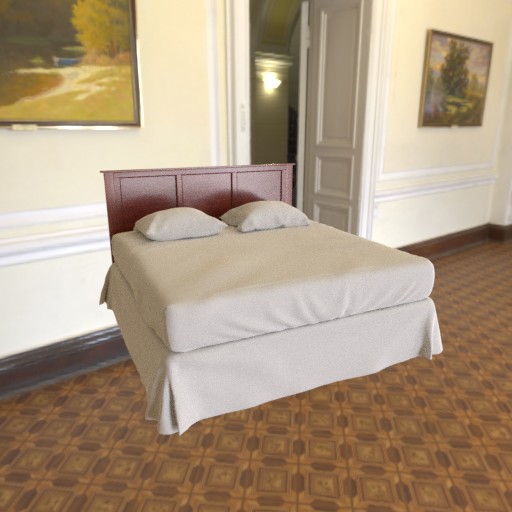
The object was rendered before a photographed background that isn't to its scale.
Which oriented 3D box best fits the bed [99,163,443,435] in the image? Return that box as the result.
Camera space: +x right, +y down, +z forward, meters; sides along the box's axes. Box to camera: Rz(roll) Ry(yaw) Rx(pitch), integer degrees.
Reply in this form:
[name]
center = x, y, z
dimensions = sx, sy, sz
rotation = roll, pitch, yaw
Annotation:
[bed]
center = 0.000, 0.000, 3.625
dimensions = 2.314, 1.271, 2.219
rotation = -8, 18, -24
